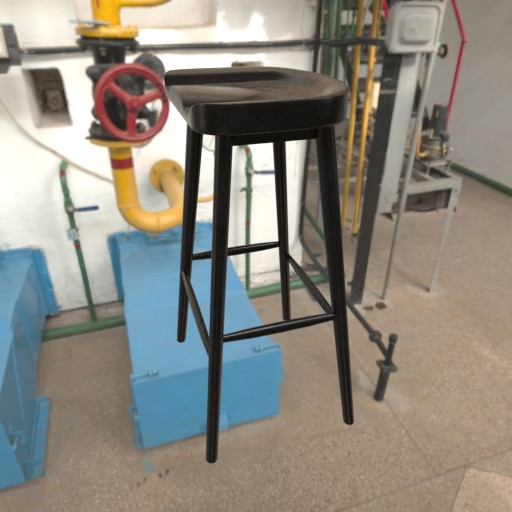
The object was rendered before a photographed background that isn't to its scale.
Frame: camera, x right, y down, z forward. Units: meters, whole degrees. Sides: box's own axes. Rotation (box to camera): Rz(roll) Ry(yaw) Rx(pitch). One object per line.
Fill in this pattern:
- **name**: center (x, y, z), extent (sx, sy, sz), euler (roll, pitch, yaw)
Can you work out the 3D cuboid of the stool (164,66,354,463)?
- **stool**: center (0.000, 0.000, 1.004), extent (0.361, 0.749, 0.440), euler (-9, 31, -15)
